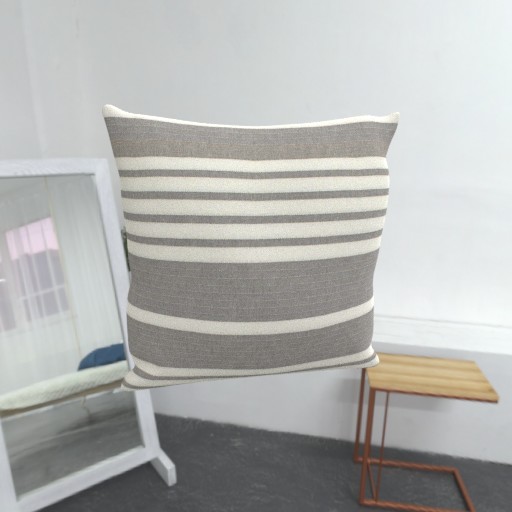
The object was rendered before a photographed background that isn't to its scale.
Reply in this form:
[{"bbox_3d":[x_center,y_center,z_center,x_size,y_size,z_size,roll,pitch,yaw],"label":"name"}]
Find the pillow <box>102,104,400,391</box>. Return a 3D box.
[{"bbox_3d":[0.000,0.000,0.685,0.439,0.440,0.182,-3,16,-9],"label":"pillow"}]
